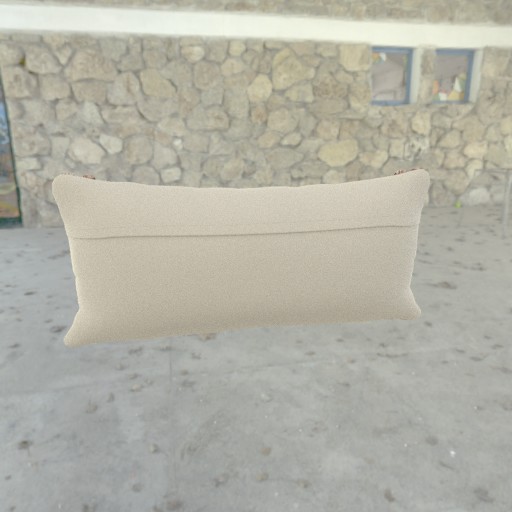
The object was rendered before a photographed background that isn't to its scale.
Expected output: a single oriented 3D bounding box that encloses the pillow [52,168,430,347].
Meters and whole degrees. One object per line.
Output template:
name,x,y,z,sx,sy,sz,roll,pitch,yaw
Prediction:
pillow,0.000,0.000,0.742,0.635,0.282,0.139,-3,15,-11
